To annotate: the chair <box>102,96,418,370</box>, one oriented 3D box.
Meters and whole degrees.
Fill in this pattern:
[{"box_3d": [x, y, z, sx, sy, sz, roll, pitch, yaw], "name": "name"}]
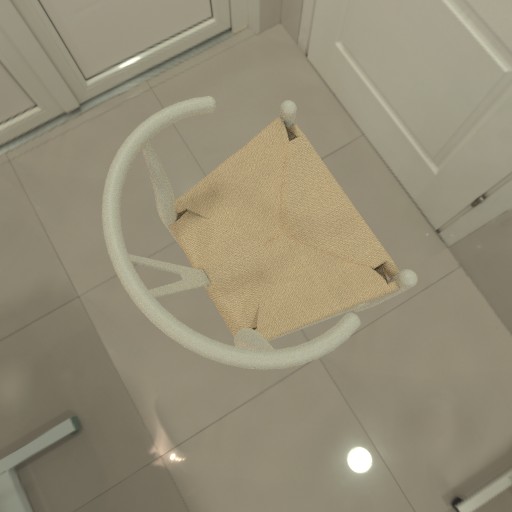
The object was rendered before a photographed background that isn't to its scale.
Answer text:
[{"box_3d": [0.000, 0.000, 1.074, 0.500, 0.736, 0.533, -31, 78, -7], "name": "chair"}]
